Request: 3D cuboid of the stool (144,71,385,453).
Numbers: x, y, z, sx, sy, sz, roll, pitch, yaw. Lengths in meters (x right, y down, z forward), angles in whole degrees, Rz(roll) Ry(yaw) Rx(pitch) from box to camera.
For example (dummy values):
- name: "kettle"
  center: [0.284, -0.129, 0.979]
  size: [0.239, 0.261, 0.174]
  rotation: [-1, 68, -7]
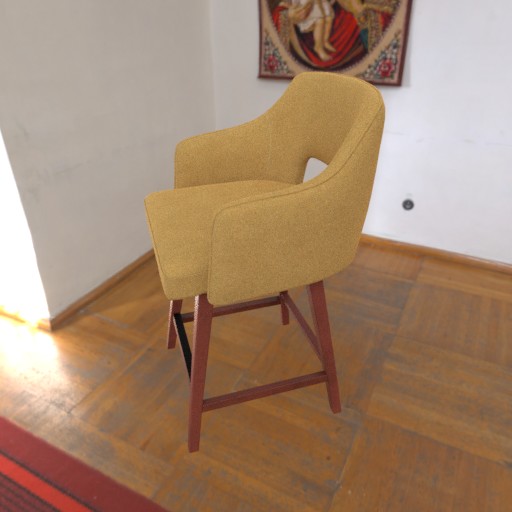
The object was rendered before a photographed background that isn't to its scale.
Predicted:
- name: "stool"
  center: [0.000, 0.000, 1.258]
  size: [0.558, 0.924, 0.548]
  rotation: [-9, 32, -15]
